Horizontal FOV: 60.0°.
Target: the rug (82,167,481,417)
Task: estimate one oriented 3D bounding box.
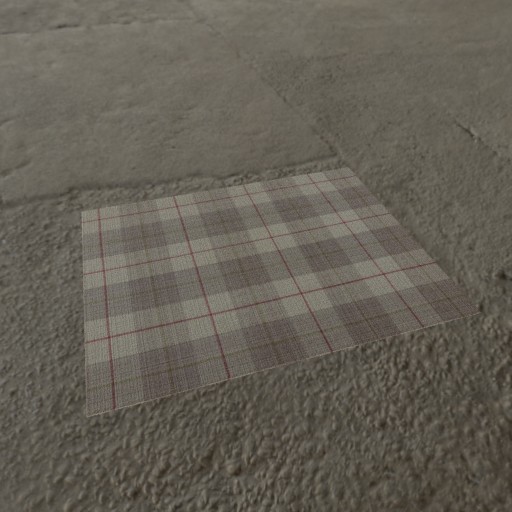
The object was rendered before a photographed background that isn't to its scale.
[{"bbox_3d":[0.000,0.000,3.967,2.959,0.016,2.317,-12,43,-13],"label":"rug"}]
